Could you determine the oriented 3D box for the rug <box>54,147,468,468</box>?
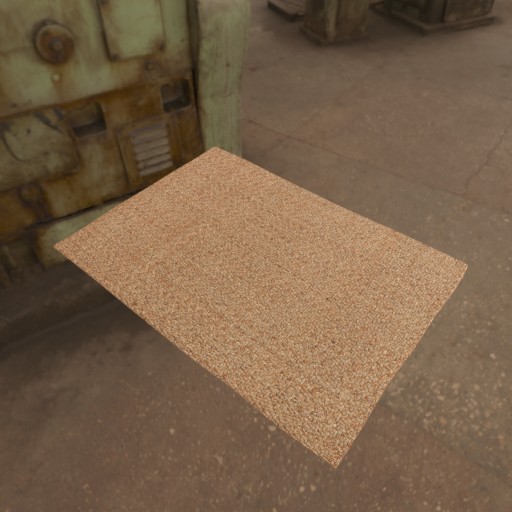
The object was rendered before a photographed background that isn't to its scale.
[{"bbox_3d":[0.000,0.000,2.767,2.141,0.013,1.566,30,52,26],"label":"rug"}]
